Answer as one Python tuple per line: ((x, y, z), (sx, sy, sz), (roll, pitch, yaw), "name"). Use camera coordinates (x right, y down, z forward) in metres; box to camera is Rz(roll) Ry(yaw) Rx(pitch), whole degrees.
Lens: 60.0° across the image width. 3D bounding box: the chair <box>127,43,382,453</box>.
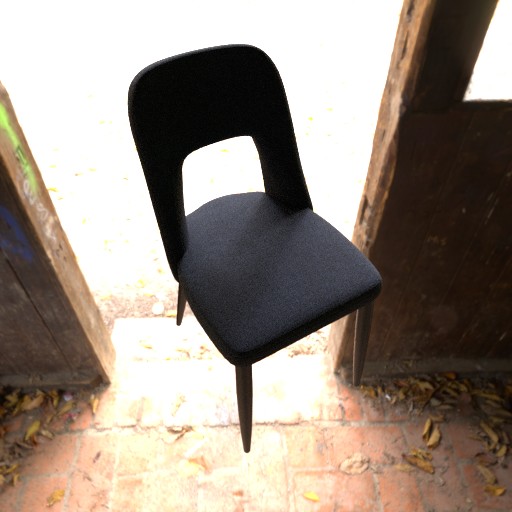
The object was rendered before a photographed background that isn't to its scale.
((0.000, 0.000, 1.234), (0.470, 0.931, 0.612), (-23, 51, -21), "chair")
